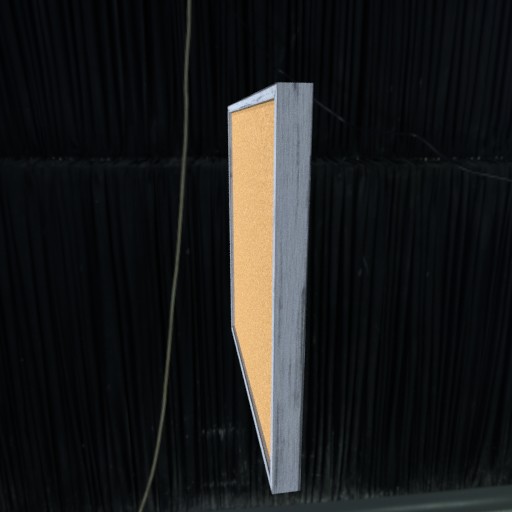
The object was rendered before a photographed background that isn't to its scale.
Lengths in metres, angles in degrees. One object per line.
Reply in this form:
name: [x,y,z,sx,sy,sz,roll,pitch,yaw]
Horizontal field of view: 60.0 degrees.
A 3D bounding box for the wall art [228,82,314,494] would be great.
wall art: [0.000,0.000,0.755,0.038,0.506,0.506,-3,16,-9]
